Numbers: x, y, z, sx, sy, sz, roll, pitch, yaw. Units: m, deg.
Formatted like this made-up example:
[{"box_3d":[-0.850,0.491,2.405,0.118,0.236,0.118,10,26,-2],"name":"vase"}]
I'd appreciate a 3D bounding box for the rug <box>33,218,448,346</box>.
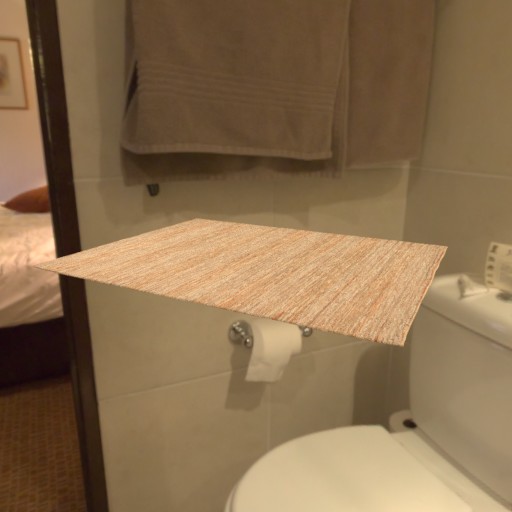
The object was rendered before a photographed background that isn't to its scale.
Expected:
[{"box_3d":[0.000,0.000,3.903,2.939,0.009,2.313,8,18,27],"name":"rug"}]
